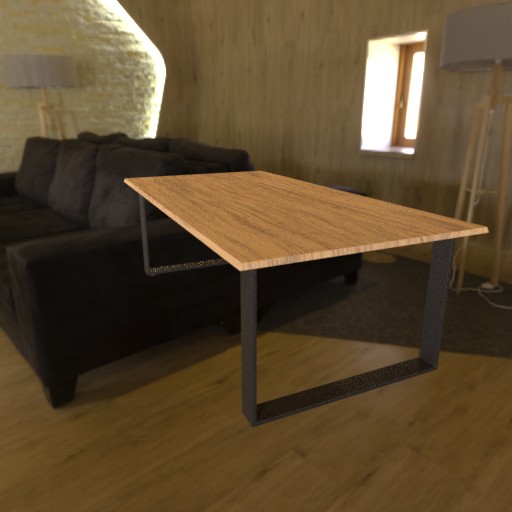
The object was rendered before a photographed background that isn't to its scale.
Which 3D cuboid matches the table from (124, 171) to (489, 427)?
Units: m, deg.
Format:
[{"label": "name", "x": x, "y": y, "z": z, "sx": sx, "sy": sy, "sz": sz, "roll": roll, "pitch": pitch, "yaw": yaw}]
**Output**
[{"label": "table", "x": 0.000, "y": 0.000, "z": 1.633, "sx": 0.693, "sy": 0.445, "sz": 1.331, "roll": -8, "pitch": 19, "yaw": -24}]
